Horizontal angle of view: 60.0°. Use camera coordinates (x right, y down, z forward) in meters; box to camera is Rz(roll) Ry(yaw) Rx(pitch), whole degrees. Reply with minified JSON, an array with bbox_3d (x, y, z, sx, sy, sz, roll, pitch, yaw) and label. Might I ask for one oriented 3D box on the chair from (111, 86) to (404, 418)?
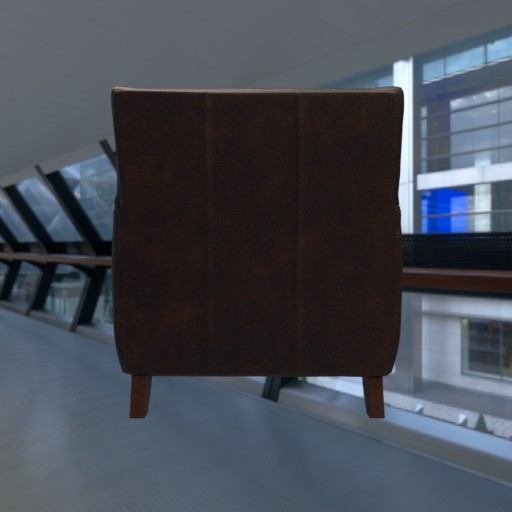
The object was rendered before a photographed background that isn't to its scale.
[{"bbox_3d":[0.000,0.000,1.602,0.870,0.943,0.823,0,0,0],"label":"chair"}]
